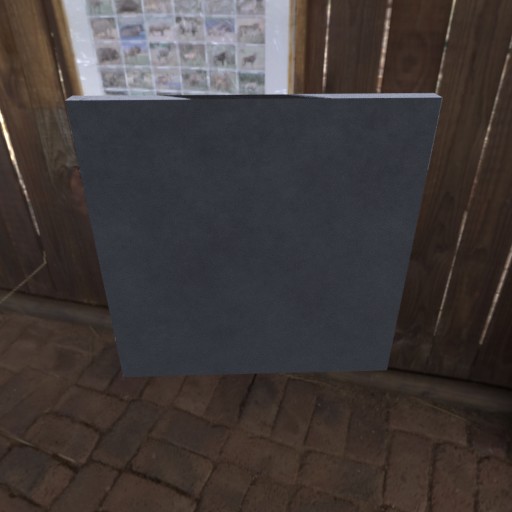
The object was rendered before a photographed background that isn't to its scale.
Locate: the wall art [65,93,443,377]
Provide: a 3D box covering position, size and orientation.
[{"bbox_3d":[0.000,0.000,1.110,0.765,0.765,0.046,-1,30,-2],"label":"wall art"}]
